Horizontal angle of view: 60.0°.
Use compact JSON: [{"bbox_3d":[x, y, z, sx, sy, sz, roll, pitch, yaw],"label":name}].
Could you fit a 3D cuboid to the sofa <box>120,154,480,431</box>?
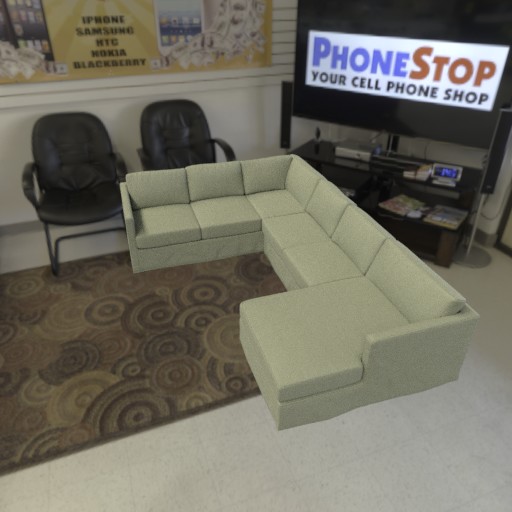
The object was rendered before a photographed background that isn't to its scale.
[{"bbox_3d":[0.000,0.000,4.485,2.427,0.882,3.460,-10,34,-15],"label":"sofa"}]
